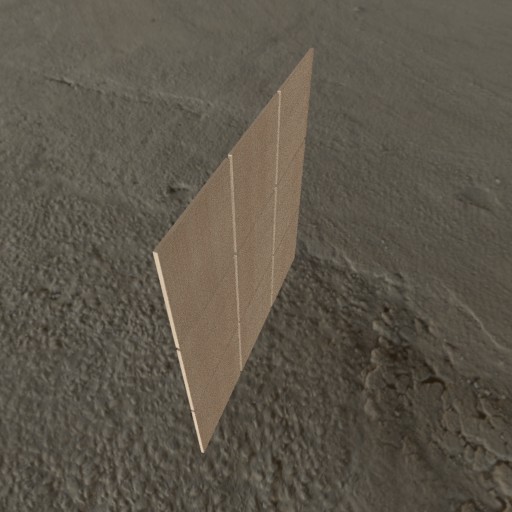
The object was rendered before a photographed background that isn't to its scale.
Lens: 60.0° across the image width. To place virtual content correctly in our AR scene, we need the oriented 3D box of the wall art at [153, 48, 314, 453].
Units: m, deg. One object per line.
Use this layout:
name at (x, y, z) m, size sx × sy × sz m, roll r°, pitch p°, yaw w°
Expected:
wall art at (0.000, 0.000, 1.820) m, size 0.013 × 1.218 × 1.219 m, roll 16°, pitch 49°, yaw 15°
